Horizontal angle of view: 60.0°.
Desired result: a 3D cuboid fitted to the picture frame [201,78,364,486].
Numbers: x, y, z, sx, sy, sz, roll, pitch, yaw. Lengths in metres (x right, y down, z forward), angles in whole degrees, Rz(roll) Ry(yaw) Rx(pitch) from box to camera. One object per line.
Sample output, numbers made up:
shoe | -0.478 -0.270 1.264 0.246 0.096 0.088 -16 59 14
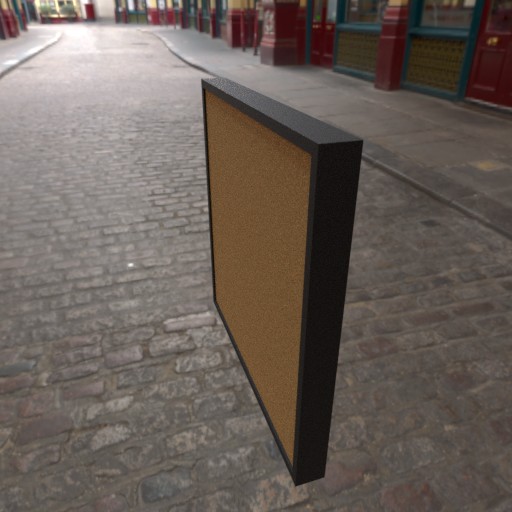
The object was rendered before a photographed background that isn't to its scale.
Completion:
picture frame | 0.000 0.000 0.470 0.030 0.317 0.317 -9 30 -16
